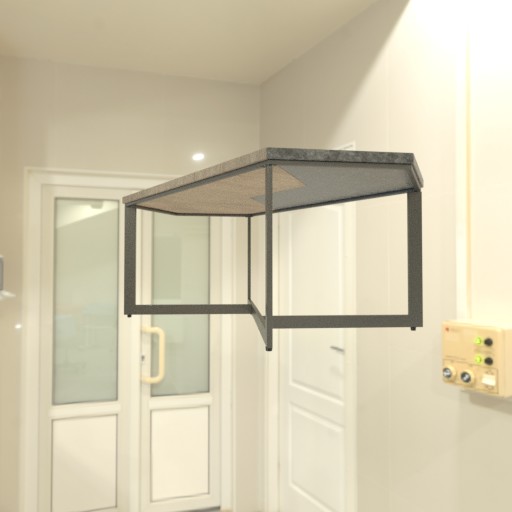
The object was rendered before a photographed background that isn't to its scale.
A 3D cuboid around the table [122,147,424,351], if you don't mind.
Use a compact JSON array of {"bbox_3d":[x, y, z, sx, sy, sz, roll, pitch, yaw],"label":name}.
[{"bbox_3d":[0.000,0.000,1.514,0.609,0.457,1.219,1,-2,-37],"label":"table"}]
